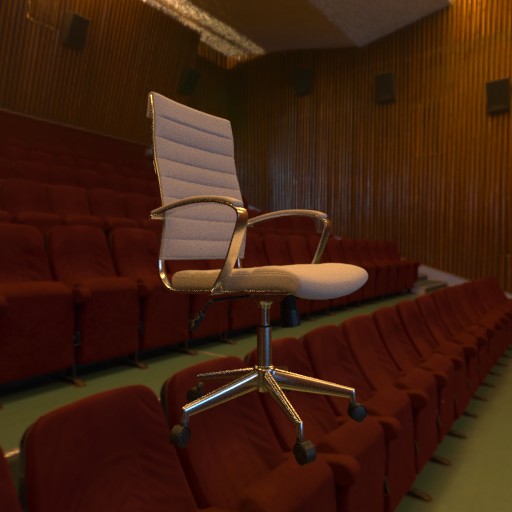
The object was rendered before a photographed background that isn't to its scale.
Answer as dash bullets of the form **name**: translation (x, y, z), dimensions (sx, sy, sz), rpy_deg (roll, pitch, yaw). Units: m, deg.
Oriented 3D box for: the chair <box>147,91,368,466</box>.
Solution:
- **chair**: translation (0.000, 0.000, 1.556), dimensions (0.667, 1.149, 0.679), rpy_deg (0, 1, 35)
